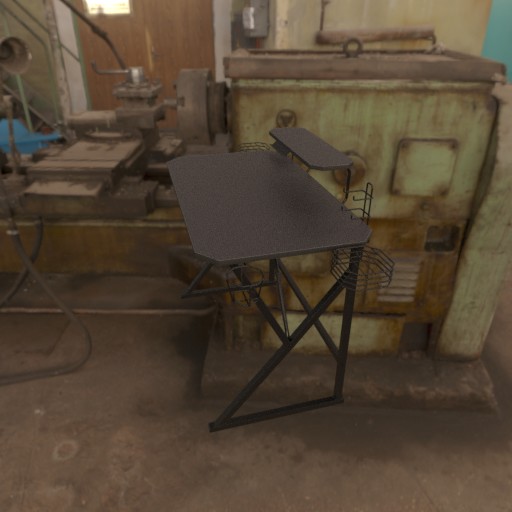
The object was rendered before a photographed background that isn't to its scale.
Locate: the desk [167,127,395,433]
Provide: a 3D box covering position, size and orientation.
[{"bbox_3d":[0.000,0.000,1.790,0.580,0.880,1.290,-8,30,-13],"label":"desk"}]
